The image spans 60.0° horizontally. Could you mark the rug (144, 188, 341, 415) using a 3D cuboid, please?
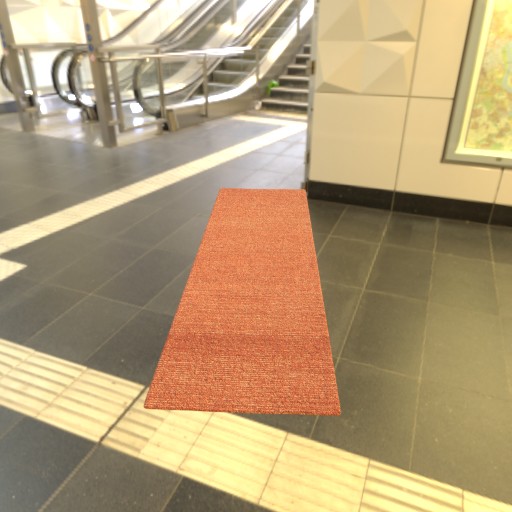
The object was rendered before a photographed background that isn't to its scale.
[{"bbox_3d":[0.000,0.000,2.543,0.687,0.012,2.307,1,28,2],"label":"rug"}]
